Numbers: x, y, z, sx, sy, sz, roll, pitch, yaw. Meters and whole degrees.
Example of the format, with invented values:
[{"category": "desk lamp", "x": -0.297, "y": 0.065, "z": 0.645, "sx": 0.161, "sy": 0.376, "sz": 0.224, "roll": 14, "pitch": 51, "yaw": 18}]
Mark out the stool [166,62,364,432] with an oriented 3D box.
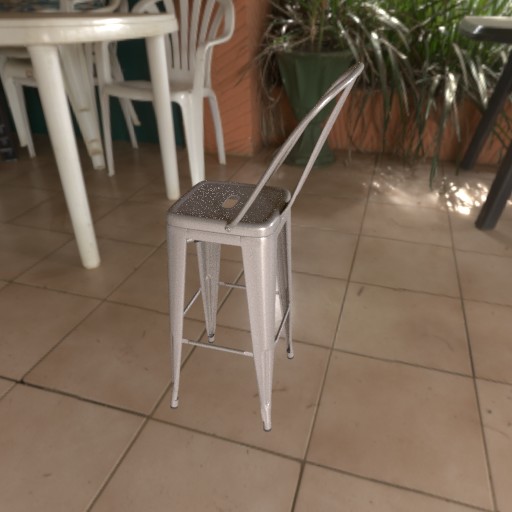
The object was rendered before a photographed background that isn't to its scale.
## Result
[{"category": "stool", "x": 0.000, "y": 0.000, "z": 1.352, "sx": 0.513, "sy": 1.096, "sz": 0.399, "roll": 8, "pitch": 31, "yaw": 14}]
